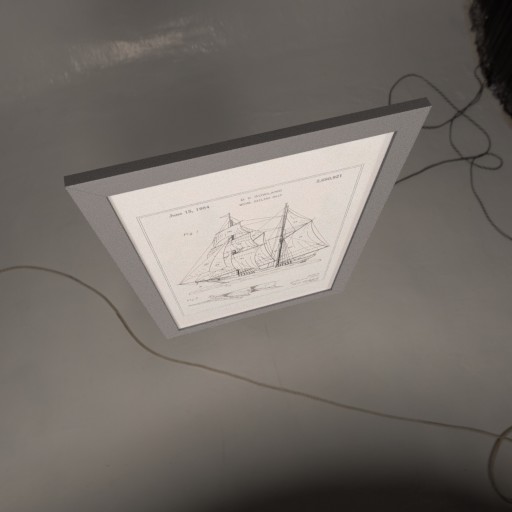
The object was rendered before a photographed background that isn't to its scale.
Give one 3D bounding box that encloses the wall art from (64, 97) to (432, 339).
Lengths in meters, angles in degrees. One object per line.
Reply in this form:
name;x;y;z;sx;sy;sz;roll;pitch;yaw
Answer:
wall art;0.000;0.000;0.684;0.380;0.534;0.013;-14;65;-7
